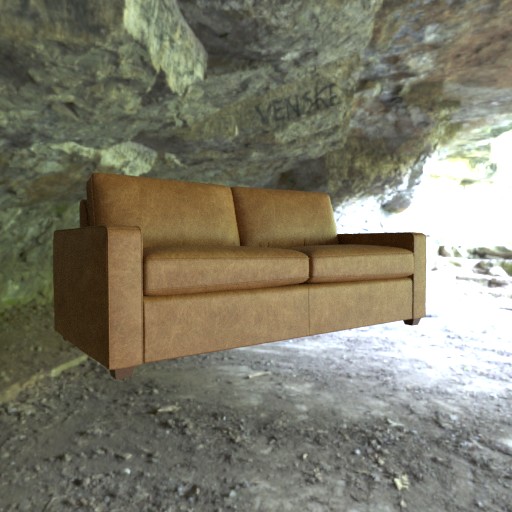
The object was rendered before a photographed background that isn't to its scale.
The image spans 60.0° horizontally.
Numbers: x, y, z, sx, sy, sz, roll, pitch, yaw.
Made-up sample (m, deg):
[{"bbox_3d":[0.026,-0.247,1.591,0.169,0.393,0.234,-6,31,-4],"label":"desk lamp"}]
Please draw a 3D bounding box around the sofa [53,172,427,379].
[{"bbox_3d":[0.000,0.000,2.698,2.156,0.928,0.991,-1,2,-36],"label":"sofa"}]
